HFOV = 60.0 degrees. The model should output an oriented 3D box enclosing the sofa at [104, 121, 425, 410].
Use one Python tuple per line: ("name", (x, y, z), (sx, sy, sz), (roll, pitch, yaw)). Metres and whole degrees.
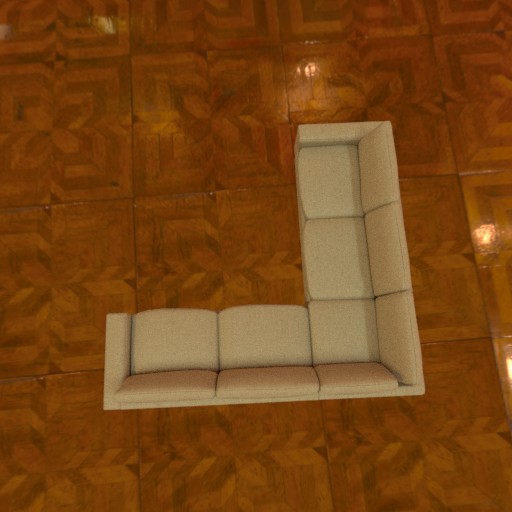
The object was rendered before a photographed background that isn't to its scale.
("sofa", (0.000, 0.000, 4.182), (2.742, 0.800, 2.622), (-3, 77, -1))
